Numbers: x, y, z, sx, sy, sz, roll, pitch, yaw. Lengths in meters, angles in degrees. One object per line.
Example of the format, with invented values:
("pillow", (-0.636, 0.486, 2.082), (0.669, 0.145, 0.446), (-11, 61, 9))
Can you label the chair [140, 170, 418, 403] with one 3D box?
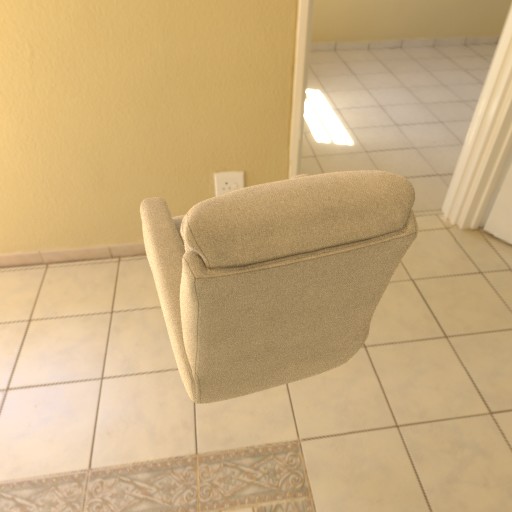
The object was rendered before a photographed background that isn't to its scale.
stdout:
("chair", (0.000, 0.000, 1.678), (0.794, 1.021, 0.940), (-12, 43, -13))
